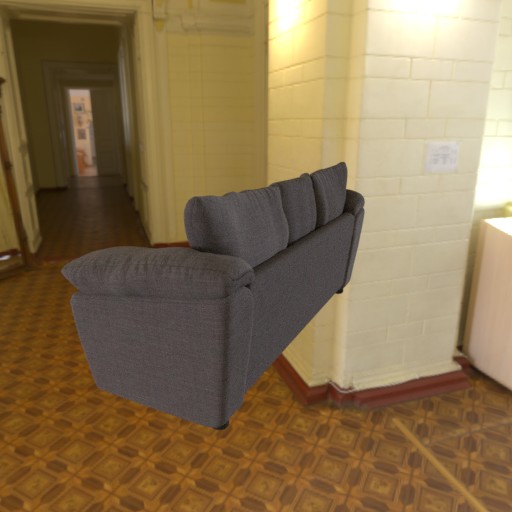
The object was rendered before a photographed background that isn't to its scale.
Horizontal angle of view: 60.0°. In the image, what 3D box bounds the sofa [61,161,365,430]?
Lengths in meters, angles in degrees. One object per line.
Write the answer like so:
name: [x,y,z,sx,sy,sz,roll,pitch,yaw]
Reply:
sofa: [0.000,0.000,2.870,0.883,1.080,2.336,8,18,25]
